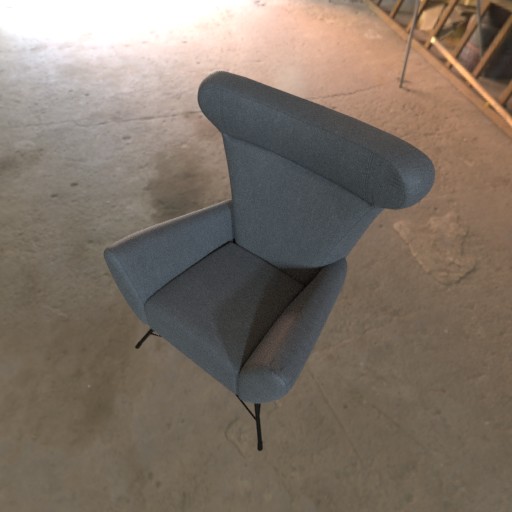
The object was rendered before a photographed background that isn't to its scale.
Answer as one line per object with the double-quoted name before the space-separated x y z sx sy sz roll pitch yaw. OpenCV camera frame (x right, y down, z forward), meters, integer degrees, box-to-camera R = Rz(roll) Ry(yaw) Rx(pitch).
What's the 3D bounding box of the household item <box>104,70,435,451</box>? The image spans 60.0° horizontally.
"household item" 0.000 0.000 1.785 0.980 1.050 0.900 31 55 25
